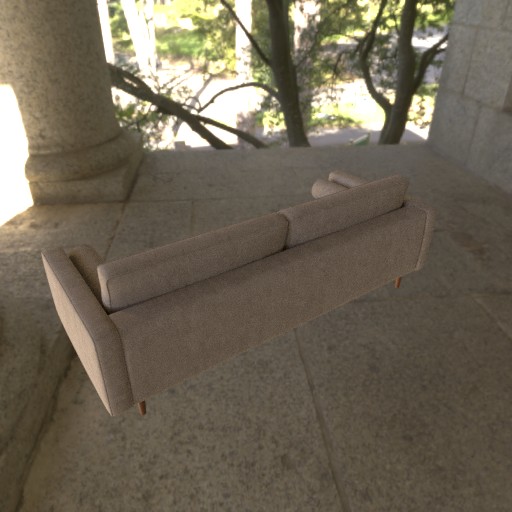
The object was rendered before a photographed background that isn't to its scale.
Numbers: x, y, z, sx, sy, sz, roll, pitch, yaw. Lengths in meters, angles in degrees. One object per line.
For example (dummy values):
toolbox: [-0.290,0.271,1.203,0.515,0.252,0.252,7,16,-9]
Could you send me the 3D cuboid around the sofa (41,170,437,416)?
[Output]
sofa: [0.000,0.000,2.665,2.200,0.770,0.919,-20,36,-30]
